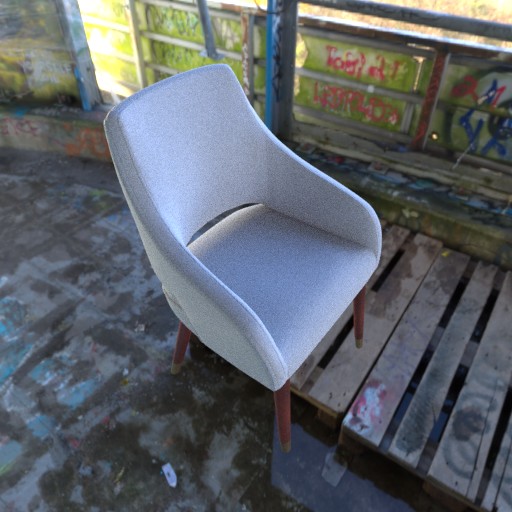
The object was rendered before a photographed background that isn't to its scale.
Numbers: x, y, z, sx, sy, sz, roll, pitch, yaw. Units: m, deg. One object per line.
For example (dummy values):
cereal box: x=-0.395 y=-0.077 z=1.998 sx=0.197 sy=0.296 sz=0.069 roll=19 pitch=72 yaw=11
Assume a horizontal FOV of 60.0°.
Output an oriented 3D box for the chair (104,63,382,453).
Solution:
chair: x=0.000 y=0.000 z=1.288 sx=0.600 sy=0.889 sz=0.609 roll=27 pitch=48 yaw=27
